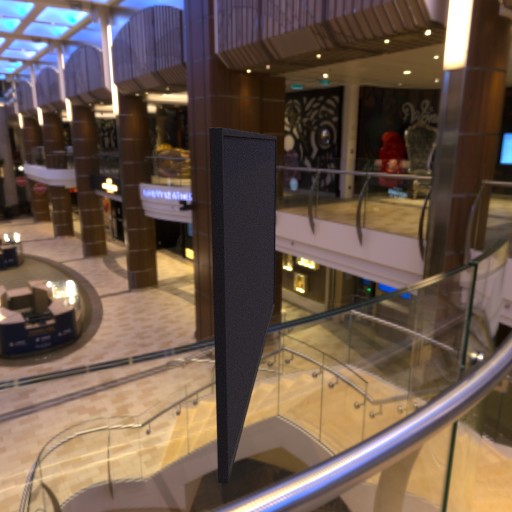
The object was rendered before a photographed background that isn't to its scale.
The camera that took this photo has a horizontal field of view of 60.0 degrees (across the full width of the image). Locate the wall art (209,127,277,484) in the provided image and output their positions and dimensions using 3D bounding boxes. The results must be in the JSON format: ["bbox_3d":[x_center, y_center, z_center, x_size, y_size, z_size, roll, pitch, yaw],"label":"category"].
[{"bbox_3d":[0.000,0.000,1.515,0.028,0.805,1.190,2,14,7],"label":"wall art"}]
